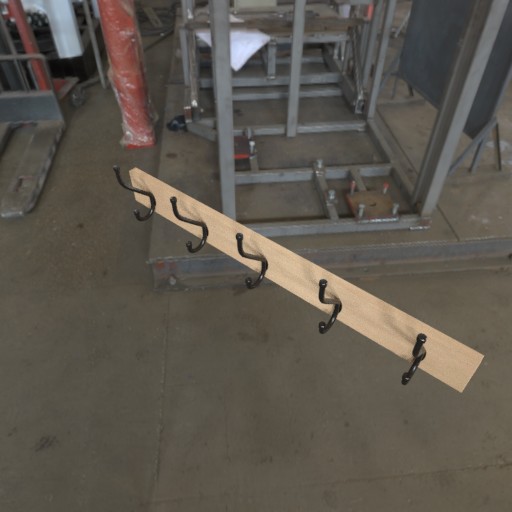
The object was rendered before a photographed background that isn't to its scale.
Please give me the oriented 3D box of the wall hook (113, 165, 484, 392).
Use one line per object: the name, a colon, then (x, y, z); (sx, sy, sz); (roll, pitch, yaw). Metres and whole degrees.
wall hook: (0.000, 0.000, 0.584); (0.571, 0.117, 0.071); (30, 51, 27)
